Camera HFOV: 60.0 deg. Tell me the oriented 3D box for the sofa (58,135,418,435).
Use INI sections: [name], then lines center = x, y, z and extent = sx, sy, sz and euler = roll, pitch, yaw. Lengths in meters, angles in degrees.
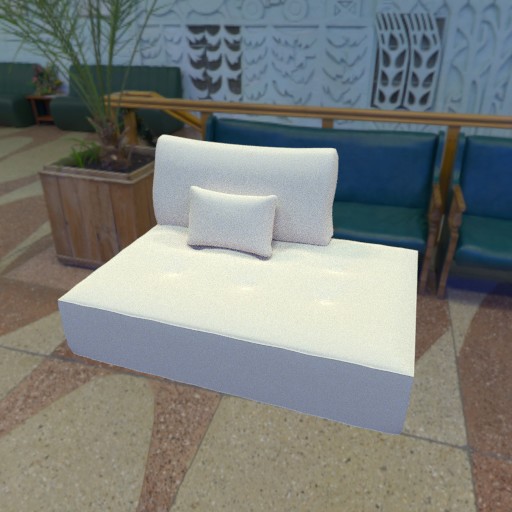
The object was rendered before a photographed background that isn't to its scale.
[sofa]
center = 0.000, 0.000, 2.050
extent = 1.450, 0.820, 1.000
euler = 9, 29, 16
